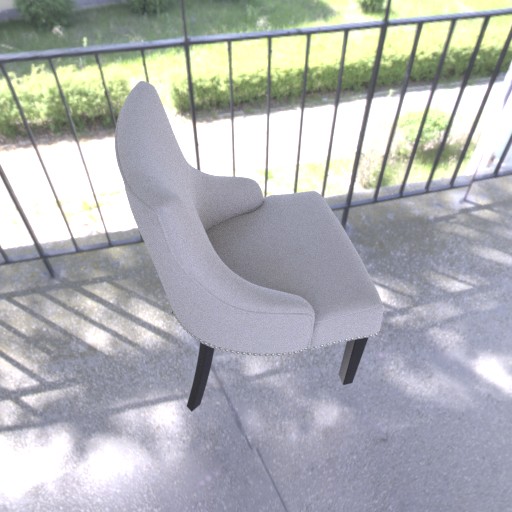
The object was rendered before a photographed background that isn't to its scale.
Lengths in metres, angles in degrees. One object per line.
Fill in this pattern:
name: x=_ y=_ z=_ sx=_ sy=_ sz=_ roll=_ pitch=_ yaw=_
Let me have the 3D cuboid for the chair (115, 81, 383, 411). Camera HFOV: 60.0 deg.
chair: x=0.000 y=0.000 z=1.318 sx=0.629 sy=0.909 sz=0.566 roll=-11 pitch=48 yaw=-10
